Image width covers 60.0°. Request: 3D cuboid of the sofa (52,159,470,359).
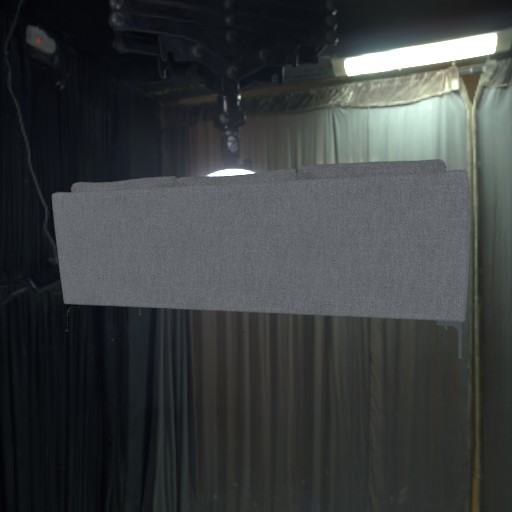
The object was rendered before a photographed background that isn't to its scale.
[{"bbox_3d":[0.000,0.000,2.444,2.060,0.837,0.849,0,0,19],"label":"sofa"}]
